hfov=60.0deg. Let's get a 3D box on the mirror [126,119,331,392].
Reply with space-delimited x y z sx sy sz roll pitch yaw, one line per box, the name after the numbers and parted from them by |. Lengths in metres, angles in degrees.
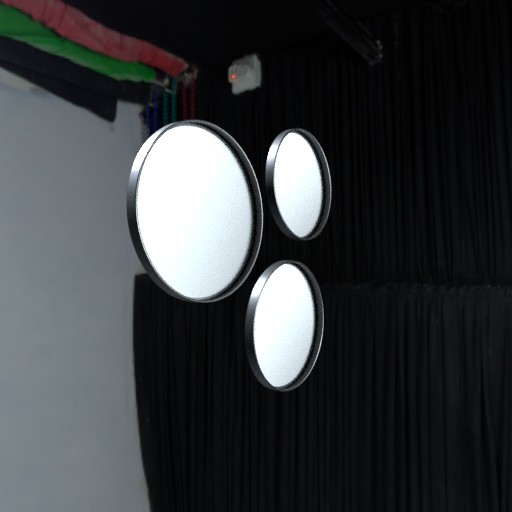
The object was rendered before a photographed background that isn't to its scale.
0.000 0.000 3.172 0.076 2.096 2.160 0 -1 37 | mirror
